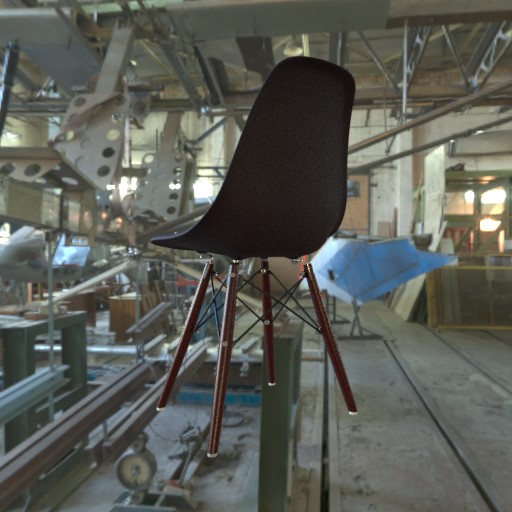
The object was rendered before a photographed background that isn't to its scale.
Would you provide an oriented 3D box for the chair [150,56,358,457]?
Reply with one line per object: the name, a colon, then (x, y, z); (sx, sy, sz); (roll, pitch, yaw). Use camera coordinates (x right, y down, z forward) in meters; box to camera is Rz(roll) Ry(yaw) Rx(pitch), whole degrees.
chair: (0.000, 0.000, 1.155); (0.470, 0.826, 0.533); (0, 1, -36)
